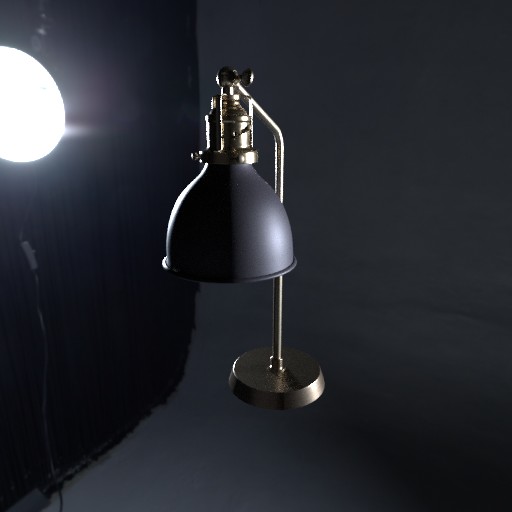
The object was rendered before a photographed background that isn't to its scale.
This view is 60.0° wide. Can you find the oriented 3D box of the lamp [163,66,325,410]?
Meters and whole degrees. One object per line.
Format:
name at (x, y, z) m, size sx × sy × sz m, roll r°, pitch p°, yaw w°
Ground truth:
lamp at (0.000, 0.000, 0.592) m, size 0.160 × 0.456 × 0.291 m, roll 9°, pitch 19°, yaw 27°
